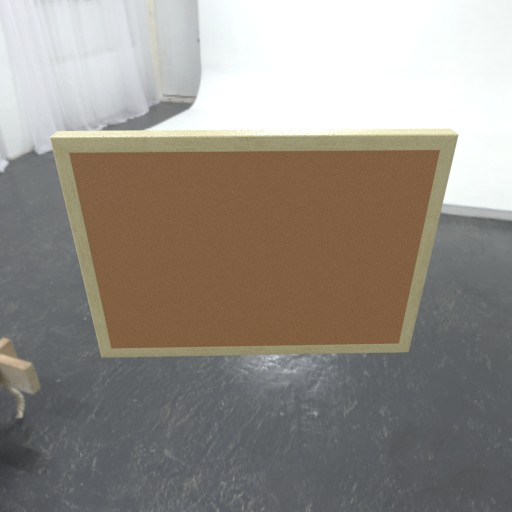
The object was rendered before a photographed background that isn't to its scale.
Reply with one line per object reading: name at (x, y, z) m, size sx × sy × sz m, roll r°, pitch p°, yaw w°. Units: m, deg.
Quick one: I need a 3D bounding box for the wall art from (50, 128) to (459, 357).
wall art at (0.000, 0.000, 0.686) m, size 0.533 × 0.381 × 0.032 m, roll -1°, pitch 30°, yaw -1°
